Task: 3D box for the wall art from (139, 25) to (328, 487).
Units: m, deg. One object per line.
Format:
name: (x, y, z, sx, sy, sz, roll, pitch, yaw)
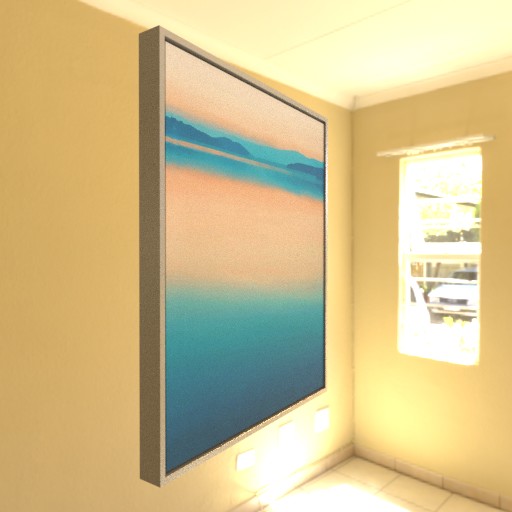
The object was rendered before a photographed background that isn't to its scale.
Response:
wall art: (0.000, 0.000, 0.726, 0.037, 0.554, 0.453, 0, 1, 35)
